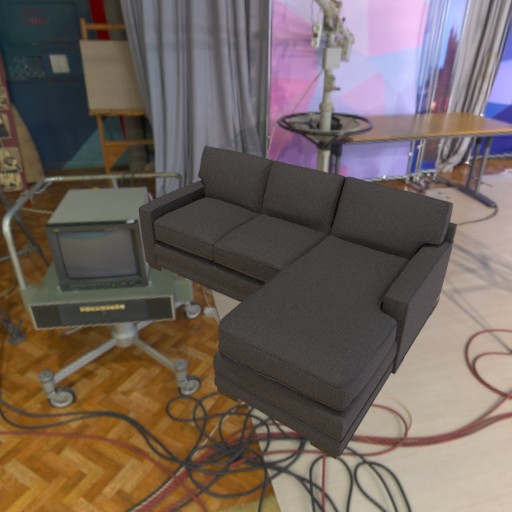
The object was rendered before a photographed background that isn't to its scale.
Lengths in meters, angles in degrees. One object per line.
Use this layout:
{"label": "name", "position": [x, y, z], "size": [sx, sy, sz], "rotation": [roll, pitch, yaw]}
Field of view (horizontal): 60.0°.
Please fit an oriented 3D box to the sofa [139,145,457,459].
{"label": "sofa", "position": [0.000, 0.000, 3.327], "size": [2.370, 0.973, 1.790], "rotation": [20, 36, 30]}
